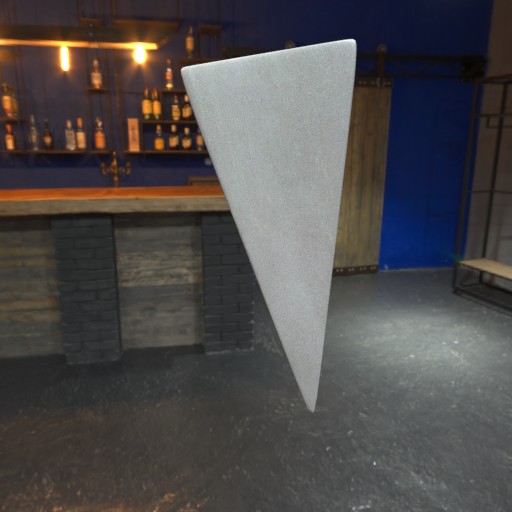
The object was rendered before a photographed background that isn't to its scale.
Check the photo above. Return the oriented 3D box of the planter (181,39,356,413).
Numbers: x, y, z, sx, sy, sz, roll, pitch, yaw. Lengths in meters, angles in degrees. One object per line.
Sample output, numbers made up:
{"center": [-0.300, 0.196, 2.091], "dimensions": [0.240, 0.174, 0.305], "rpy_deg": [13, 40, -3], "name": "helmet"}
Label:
{"center": [0.000, 0.000, 0.156], "dimensions": [0.047, 0.130, 0.058], "rpy_deg": [-2, 15, -8], "name": "planter"}
